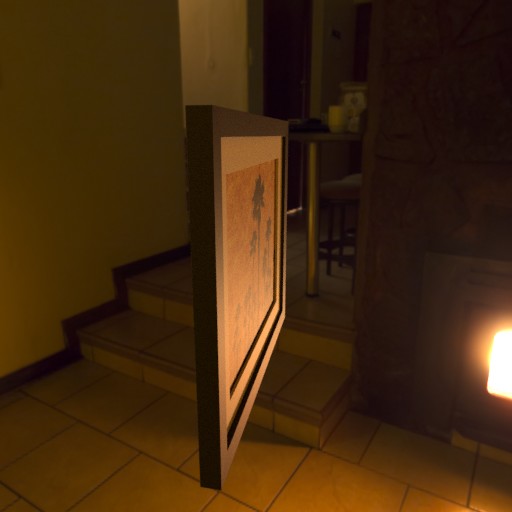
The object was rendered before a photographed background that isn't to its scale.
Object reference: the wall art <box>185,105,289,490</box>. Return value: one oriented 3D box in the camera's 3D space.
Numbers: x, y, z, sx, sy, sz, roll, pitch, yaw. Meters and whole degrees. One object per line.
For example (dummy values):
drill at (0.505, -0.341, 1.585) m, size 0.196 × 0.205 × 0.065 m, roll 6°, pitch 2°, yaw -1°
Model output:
wall art at (0.000, 0.000, 0.763) m, size 0.028 × 0.460 × 0.561 m, roll 3°, pitch 16°, yaw 11°
